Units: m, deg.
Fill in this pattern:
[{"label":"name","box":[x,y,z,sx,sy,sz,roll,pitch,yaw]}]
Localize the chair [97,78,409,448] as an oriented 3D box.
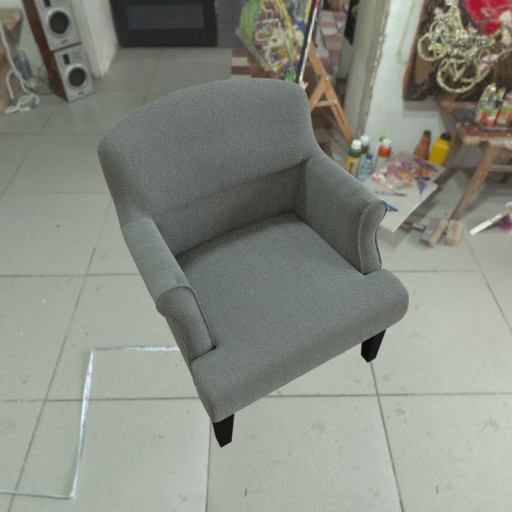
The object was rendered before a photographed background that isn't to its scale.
[{"label":"chair","box":[0.000,0.000,1.466,0.772,0.880,0.755,-23,50,-20]}]
